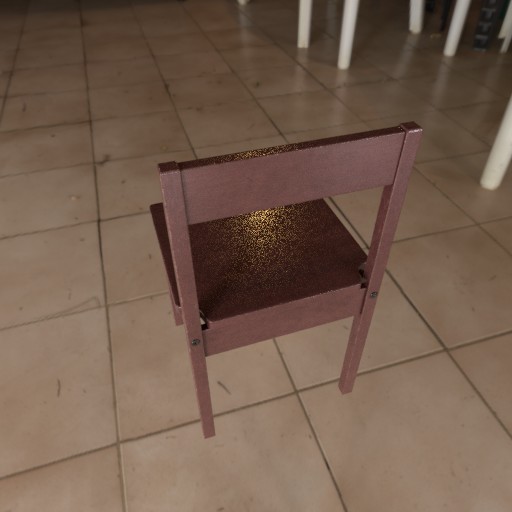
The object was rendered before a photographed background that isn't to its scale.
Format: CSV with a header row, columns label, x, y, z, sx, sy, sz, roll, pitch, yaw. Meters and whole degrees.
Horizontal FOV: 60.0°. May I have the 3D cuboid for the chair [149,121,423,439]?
label,x,y,z,sx,sy,sz,roll,pitch,yaw
chair,0.000,0.000,0.902,0.367,0.668,0.361,-13,44,-14
